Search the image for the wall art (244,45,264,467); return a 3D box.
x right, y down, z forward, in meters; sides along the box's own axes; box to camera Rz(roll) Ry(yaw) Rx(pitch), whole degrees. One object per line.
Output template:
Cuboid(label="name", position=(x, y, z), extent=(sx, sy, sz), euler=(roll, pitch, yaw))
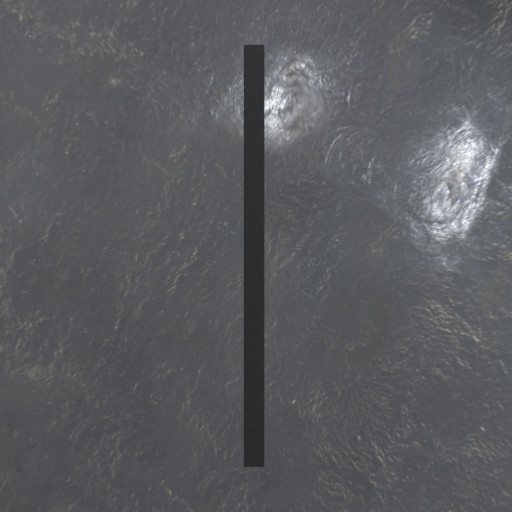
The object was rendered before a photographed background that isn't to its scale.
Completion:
Cuboid(label="wall art", position=(0.000, 0.000, 0.706), extent=(0.021, 0.508, 0.432), euler=(0, 90, 0))
